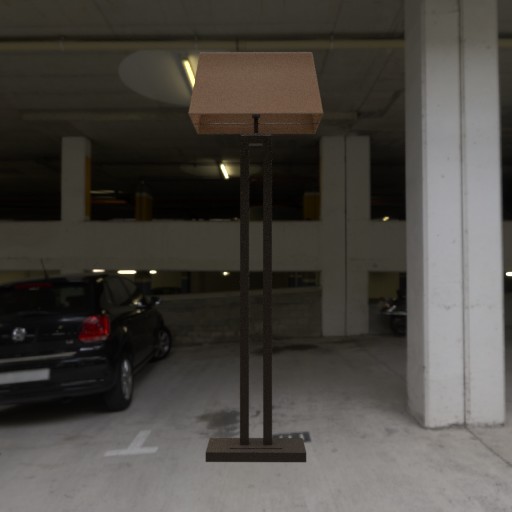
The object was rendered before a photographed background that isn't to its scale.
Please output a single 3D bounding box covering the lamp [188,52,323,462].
[{"bbox_3d":[0.000,0.000,1.662,0.475,1.469,0.233,0,-2,0],"label":"lamp"}]
